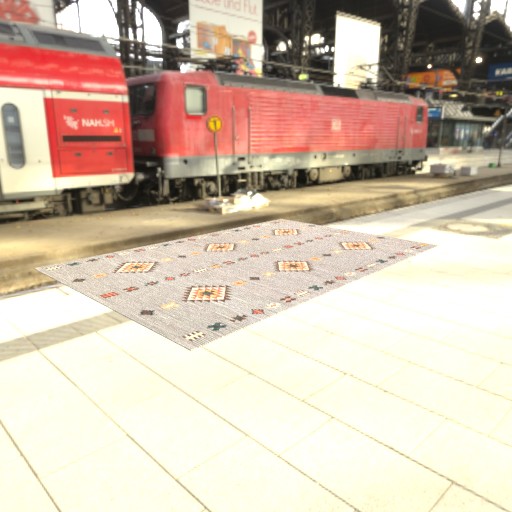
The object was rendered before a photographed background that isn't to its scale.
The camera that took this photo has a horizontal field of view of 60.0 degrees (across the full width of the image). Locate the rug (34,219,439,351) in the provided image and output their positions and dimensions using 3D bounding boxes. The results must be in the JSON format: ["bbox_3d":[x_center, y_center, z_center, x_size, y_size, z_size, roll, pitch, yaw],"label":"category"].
[{"bbox_3d":[0.000,0.000,2.358,1.217,0.005,1.818,14,21,42],"label":"rug"}]
